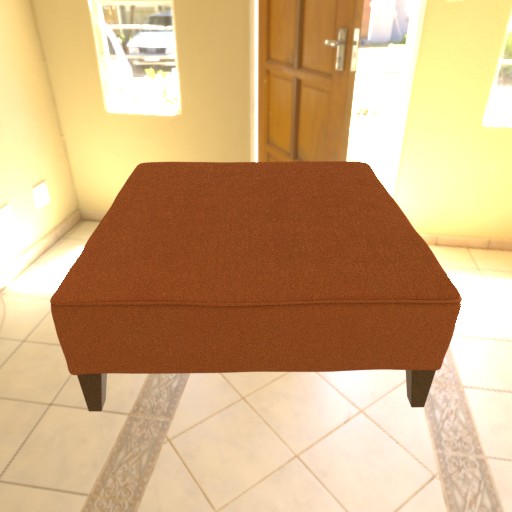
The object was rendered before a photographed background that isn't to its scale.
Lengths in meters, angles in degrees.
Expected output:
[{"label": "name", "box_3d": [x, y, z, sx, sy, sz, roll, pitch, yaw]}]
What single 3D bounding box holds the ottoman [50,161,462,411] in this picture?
[{"label": "ottoman", "box_3d": [0.000, 0.000, 1.541, 0.999, 0.438, 0.997, 0, 31, -1]}]
